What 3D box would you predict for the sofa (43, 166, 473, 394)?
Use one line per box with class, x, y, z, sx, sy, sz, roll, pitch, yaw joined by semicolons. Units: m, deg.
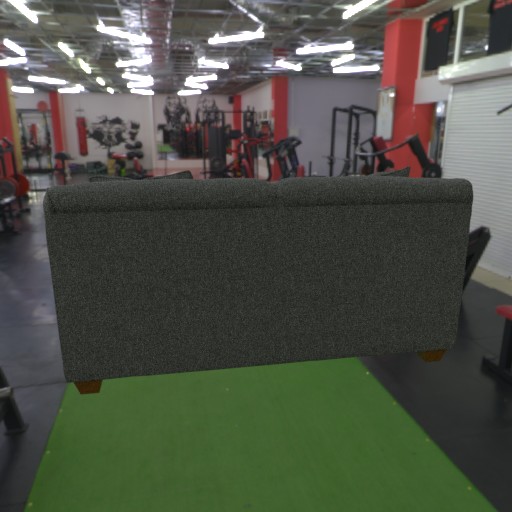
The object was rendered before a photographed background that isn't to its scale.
sofa;0.000;0.000;2.395;1.846;0.958;0.998;-3;15;-10
